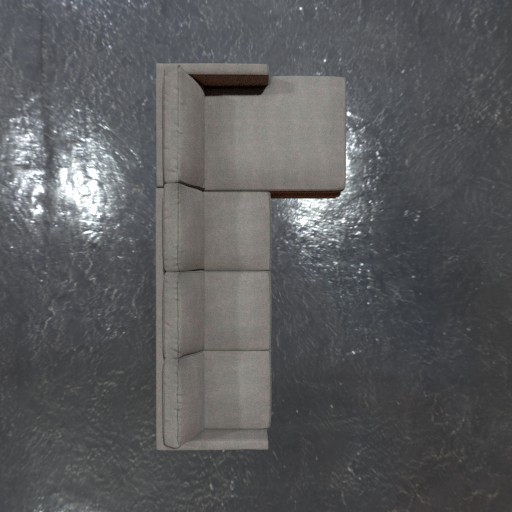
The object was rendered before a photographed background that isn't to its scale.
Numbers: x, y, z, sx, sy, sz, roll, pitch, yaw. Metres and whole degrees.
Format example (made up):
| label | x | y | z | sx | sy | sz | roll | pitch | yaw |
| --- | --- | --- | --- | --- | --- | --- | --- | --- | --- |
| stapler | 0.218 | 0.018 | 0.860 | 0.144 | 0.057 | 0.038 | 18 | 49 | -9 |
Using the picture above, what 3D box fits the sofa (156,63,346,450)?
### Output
| label | x | y | z | sx | sy | sz | roll | pitch | yaw |
| --- | --- | --- | --- | --- | --- | --- | --- | --- | --- |
| sofa | 0.000 | 0.000 | 3.900 | 1.650 | 0.922 | 3.205 | 0 | 90 | -1 |
